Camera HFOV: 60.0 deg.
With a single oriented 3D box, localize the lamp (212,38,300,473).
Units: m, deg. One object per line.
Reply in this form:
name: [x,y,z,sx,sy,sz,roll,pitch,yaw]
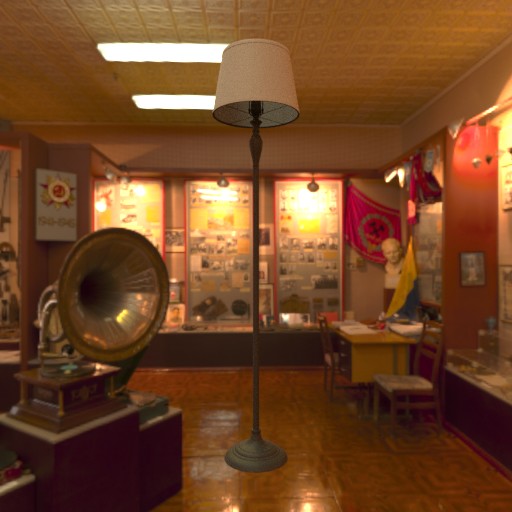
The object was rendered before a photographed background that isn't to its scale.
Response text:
lamp: [0.000,0.000,1.660,0.327,1.506,0.327,0,0,0]
